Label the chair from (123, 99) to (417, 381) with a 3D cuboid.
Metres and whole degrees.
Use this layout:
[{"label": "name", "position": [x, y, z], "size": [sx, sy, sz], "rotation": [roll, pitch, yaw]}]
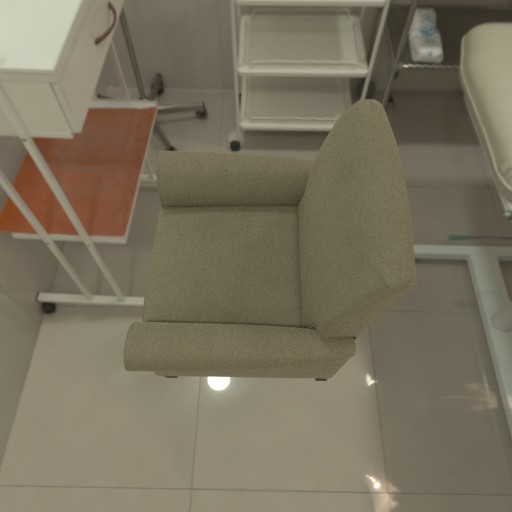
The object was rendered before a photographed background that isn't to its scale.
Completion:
[{"label": "chair", "position": [0.000, 0.000, 1.787], "size": [0.905, 1.061, 0.978], "rotation": [1, 59, 0]}]
